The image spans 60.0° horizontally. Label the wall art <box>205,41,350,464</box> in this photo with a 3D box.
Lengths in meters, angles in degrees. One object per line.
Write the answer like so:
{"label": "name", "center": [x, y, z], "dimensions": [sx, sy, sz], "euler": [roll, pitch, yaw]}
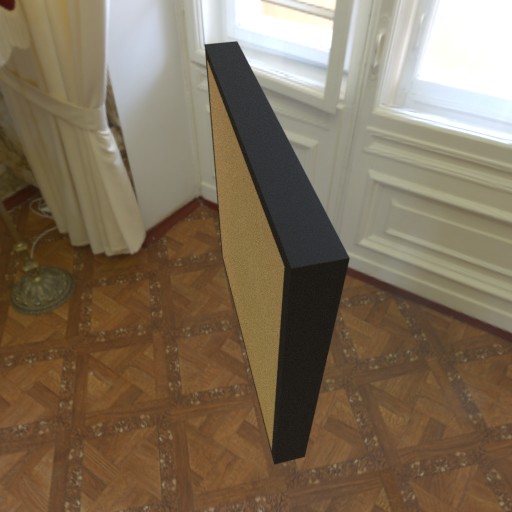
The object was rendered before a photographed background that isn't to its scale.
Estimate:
{"label": "wall art", "center": [0.000, 0.000, 0.450], "dimensions": [0.033, 0.304, 0.305], "euler": [-10, 48, -9]}
